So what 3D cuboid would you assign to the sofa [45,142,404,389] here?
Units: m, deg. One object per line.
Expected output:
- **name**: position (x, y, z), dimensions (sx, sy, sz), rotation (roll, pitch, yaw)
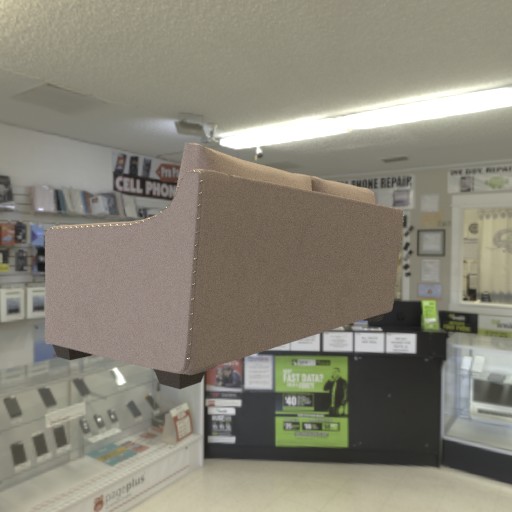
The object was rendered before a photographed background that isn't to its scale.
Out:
- **sofa**: position (0.000, 0.000, 2.525), dimensions (1.030, 0.901, 1.967), rotation (1, 1, 37)
